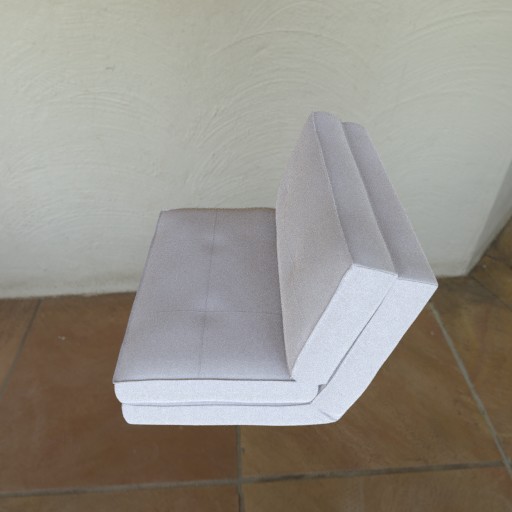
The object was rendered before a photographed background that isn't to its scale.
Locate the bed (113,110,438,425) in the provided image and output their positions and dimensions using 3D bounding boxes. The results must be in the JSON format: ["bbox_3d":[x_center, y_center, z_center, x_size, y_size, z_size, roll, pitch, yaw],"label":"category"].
[{"bbox_3d":[0.000,0.000,1.338,0.749,0.614,0.799,0,40,0],"label":"bed"}]
